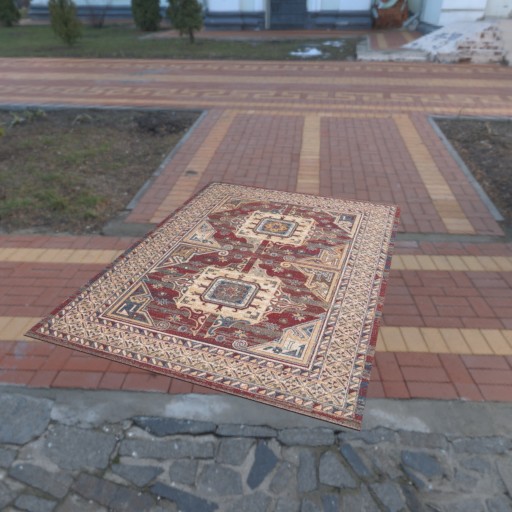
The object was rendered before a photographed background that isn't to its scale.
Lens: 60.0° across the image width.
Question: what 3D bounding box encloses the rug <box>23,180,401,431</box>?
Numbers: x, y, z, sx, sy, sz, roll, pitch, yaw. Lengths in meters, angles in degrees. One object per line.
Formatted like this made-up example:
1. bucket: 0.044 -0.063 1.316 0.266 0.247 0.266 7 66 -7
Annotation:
1. rug: 0.000 0.000 4.109 2.381 0.013 3.197 10 32 17
